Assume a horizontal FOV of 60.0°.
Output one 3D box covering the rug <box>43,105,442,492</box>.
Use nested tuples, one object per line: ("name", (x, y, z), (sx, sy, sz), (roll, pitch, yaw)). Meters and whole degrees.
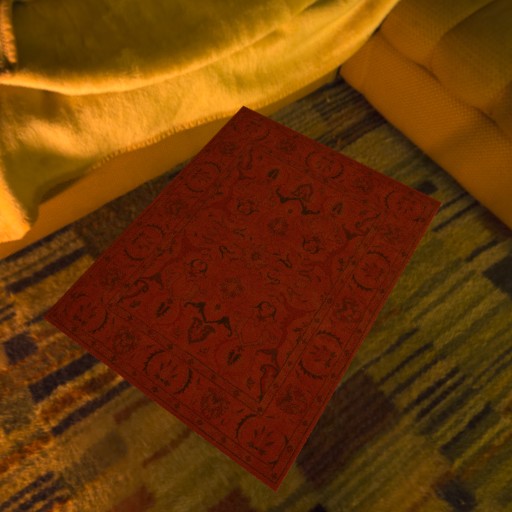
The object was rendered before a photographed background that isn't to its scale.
("rug", (0.000, 0.000, 3.941), (2.300, 0.012, 2.929), (31, 66, 15))
